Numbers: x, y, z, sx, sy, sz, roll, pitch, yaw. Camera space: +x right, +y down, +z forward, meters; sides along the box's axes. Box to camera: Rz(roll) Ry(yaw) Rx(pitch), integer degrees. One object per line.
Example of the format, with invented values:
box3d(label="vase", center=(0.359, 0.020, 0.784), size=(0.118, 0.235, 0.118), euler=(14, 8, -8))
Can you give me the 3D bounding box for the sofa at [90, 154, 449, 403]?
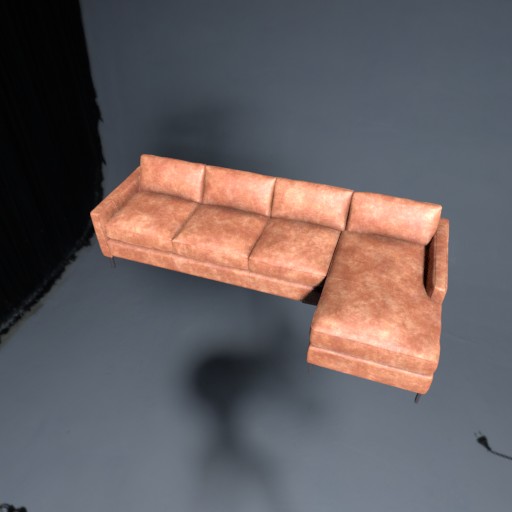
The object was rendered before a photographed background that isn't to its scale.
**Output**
box3d(label="sofa", center=(0.000, 0.000, 3.748), size=(2.993, 0.859, 1.471), euler=(12, 42, 14))
